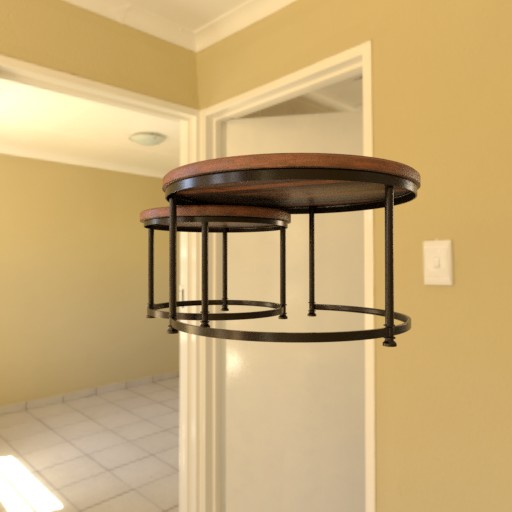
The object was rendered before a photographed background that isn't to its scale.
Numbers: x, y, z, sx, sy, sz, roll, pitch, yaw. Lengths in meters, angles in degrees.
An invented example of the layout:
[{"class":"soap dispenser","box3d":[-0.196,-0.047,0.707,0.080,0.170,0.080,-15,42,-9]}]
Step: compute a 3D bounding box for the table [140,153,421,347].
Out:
[{"class":"table","box3d":[0.000,0.000,1.638,1.152,0.516,0.870,0,-1,36]}]
